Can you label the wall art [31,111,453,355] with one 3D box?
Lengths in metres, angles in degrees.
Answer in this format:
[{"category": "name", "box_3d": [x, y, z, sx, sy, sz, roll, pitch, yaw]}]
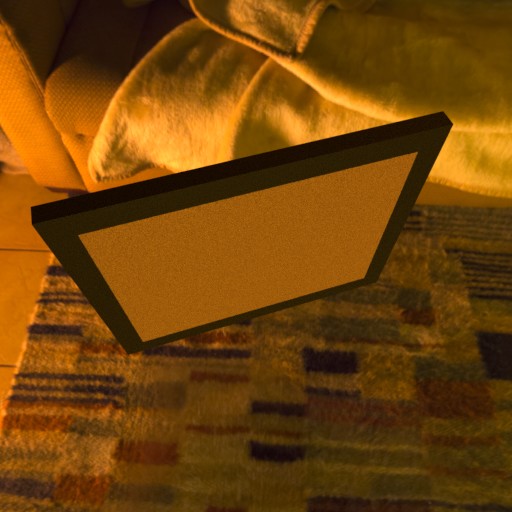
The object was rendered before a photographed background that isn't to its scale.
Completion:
[{"category": "wall art", "box_3d": [0.000, 0.000, 0.766, 0.561, 0.460, 0.028, -15, 60, -9]}]
